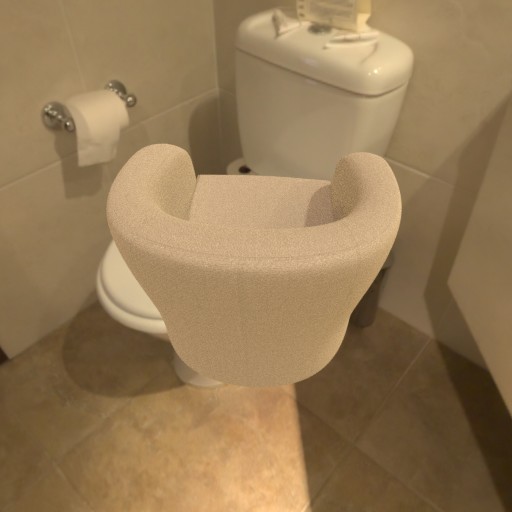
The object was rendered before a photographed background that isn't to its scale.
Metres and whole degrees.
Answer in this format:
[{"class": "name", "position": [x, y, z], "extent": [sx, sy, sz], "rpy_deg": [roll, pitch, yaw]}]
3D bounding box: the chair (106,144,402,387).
[{"class": "chair", "position": [0.000, 0.000, 1.435], "extent": [0.791, 0.771, 0.815], "rpy_deg": [3, 46, 3]}]
